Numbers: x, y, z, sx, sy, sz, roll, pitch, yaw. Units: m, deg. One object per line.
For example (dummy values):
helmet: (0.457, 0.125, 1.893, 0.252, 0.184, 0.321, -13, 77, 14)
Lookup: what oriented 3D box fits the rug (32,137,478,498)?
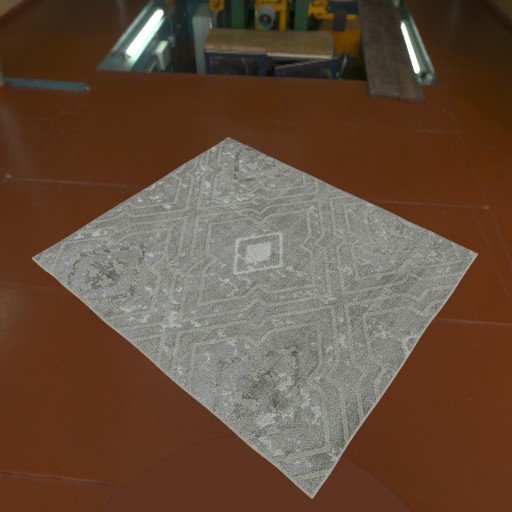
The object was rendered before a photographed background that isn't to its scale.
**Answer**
rug: (0.000, 0.000, 0.833, 0.639, 0.006, 0.548, 31, 54, 26)
